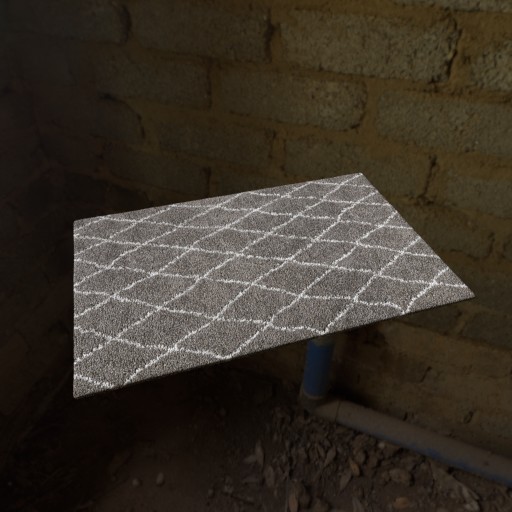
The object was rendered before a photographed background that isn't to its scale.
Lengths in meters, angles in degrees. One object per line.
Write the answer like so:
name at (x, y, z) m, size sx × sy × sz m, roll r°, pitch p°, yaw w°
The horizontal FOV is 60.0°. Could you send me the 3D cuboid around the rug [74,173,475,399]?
rug at (0.000, 0.000, 3.492) m, size 2.743 × 0.030 × 1.778 m, roll -11°, pitch 43°, yaw -13°
